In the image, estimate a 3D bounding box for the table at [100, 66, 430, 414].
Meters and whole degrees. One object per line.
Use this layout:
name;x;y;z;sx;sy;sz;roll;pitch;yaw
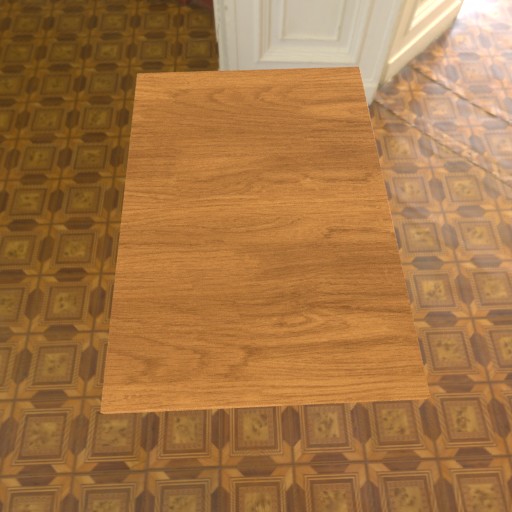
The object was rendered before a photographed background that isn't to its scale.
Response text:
table;0.000;0.000;1.843;0.900;0.770;1.300;-2;63;-1
